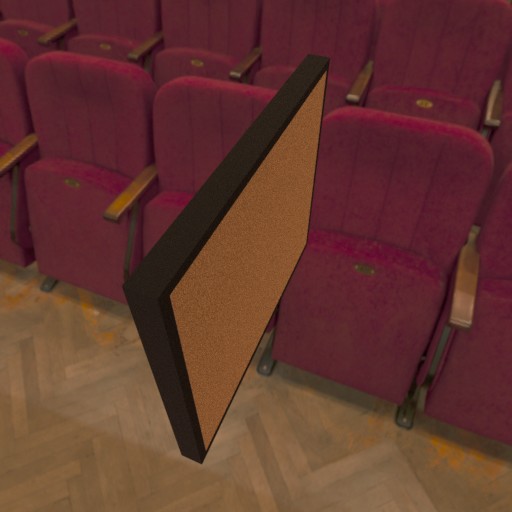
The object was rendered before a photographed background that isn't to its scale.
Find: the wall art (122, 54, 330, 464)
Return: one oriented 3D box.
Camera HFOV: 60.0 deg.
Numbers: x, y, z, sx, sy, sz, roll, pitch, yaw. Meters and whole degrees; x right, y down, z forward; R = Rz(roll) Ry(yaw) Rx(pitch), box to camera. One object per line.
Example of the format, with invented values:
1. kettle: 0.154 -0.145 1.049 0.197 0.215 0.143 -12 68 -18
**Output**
1. wall art: 0.000 0.000 0.536 0.028 0.325 0.397 17 50 15
